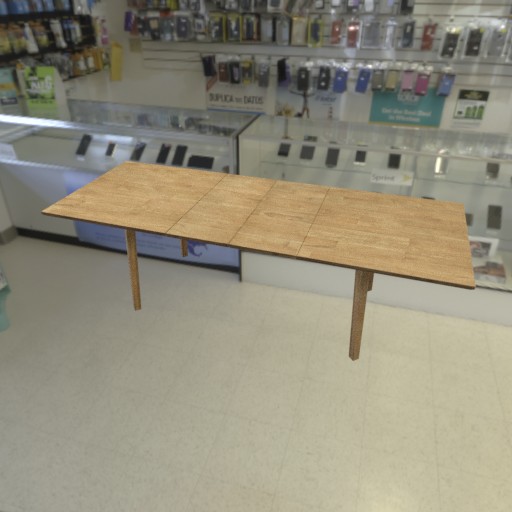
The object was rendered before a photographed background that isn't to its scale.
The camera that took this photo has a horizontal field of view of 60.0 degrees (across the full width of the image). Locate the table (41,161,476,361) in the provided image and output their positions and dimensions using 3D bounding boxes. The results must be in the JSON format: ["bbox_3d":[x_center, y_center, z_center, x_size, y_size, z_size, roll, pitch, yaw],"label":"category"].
[{"bbox_3d":[0.000,0.000,3.121,2.603,0.752,1.000,10,33,16],"label":"table"}]
